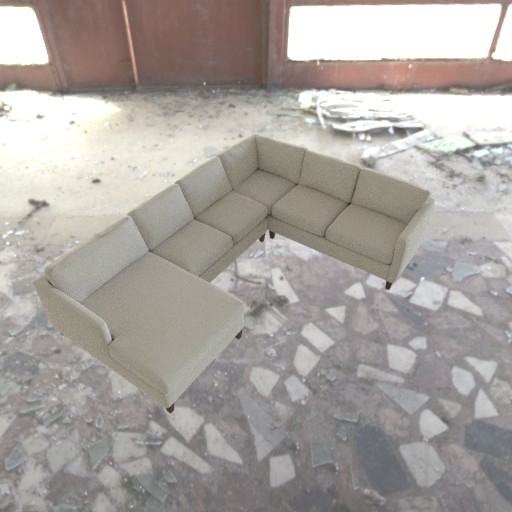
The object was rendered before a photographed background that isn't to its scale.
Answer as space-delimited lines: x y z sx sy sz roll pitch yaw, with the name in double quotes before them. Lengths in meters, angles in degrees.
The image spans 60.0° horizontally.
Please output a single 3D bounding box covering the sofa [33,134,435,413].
"sofa" 0.000 0.000 4.649 2.593 0.956 3.459 25 47 26
